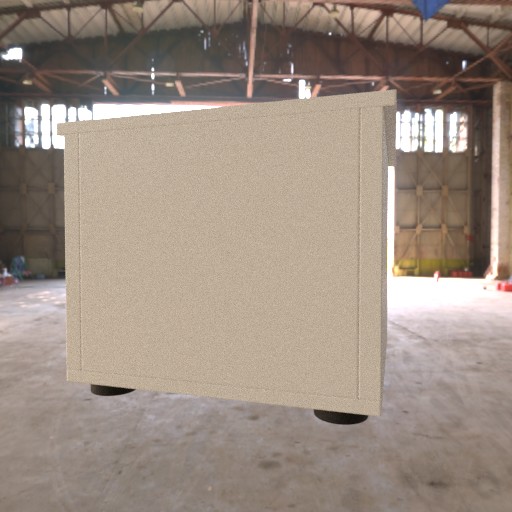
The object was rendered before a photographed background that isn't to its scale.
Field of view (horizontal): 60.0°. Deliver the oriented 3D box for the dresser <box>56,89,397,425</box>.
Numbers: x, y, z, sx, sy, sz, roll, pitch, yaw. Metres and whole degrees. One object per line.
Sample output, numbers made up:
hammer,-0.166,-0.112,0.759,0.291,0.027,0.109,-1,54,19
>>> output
dresser,0.000,0.000,0.718,0.430,0.360,0.400,1,2,17
